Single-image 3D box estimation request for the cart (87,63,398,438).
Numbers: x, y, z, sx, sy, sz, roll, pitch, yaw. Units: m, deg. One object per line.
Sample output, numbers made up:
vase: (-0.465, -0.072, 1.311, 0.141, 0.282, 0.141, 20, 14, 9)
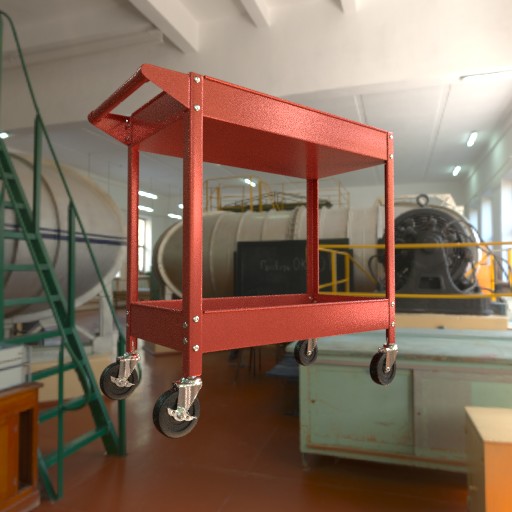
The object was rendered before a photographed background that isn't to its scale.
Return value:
cart: (0.000, 0.000, 1.175, 0.779, 0.719, 0.366, 1, -2, -37)
